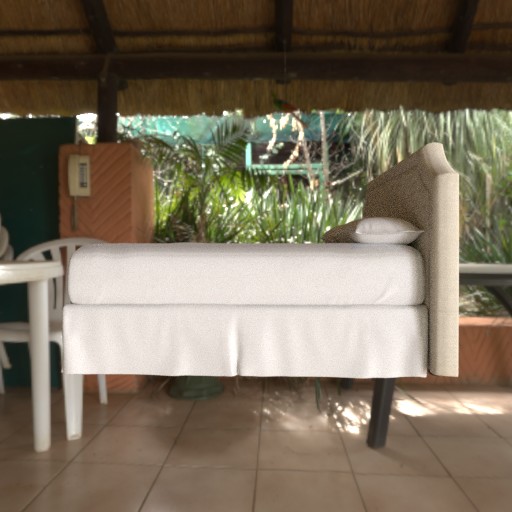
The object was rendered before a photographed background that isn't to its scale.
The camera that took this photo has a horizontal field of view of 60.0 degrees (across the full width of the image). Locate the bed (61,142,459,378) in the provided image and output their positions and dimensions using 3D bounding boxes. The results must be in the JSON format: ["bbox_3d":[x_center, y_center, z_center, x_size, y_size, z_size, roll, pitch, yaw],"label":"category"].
[{"bbox_3d":[0.000,0.000,3.202,2.164,1.297,1.828,0,1,2],"label":"bed"}]
